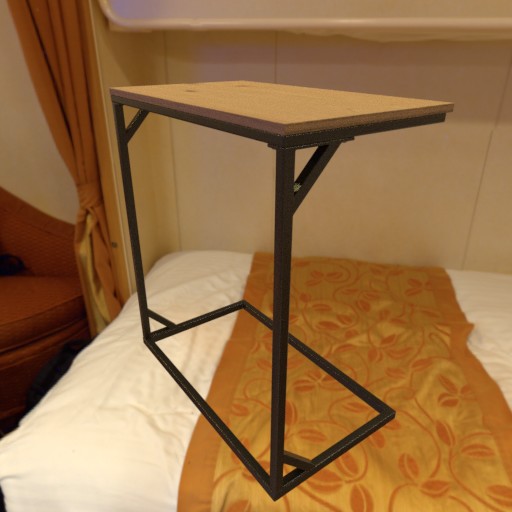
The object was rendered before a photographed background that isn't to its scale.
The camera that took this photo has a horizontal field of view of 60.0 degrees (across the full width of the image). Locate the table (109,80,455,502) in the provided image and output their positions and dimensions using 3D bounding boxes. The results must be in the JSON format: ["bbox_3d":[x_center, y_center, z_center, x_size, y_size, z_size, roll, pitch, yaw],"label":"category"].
[{"bbox_3d":[0.000,0.000,0.977,0.351,0.673,0.597,-17,31,-32],"label":"table"}]
